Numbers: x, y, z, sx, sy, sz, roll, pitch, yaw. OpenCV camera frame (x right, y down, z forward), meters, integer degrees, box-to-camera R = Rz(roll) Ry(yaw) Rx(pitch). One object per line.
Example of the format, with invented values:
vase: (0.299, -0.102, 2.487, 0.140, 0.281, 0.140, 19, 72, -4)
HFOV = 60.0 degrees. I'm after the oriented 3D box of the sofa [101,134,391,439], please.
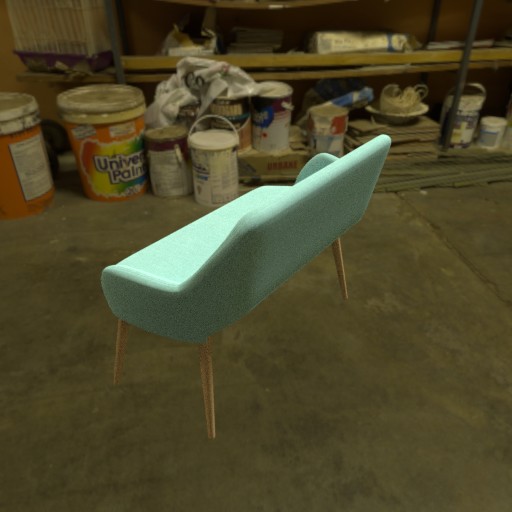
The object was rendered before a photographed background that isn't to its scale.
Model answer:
sofa: (0.000, 0.000, 1.650, 0.610, 0.840, 1.150, 22, 39, 31)
